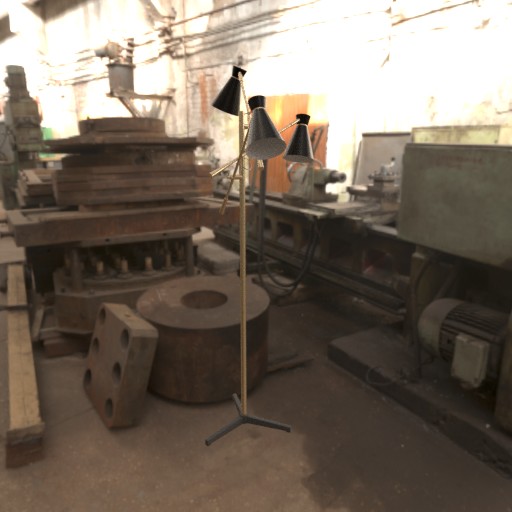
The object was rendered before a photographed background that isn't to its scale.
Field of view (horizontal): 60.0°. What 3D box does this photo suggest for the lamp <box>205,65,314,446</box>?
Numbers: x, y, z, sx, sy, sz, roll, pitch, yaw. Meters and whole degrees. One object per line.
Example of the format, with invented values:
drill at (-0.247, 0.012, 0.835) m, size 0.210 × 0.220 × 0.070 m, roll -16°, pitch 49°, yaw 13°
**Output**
lamp at (0.000, 0.000, 2.156) m, size 0.653 × 1.804 × 0.750 m, roll -14°, pitch 20°, yaw -43°
